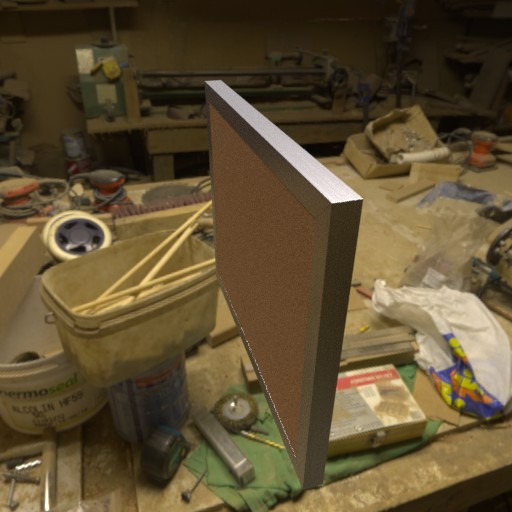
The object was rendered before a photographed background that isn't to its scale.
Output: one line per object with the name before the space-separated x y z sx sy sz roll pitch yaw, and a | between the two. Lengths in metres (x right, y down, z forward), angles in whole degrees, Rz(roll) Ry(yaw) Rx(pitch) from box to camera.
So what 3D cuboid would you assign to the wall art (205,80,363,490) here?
wall art | 0.000 0.000 0.745 0.032 0.456 0.557 -9 34 -14
